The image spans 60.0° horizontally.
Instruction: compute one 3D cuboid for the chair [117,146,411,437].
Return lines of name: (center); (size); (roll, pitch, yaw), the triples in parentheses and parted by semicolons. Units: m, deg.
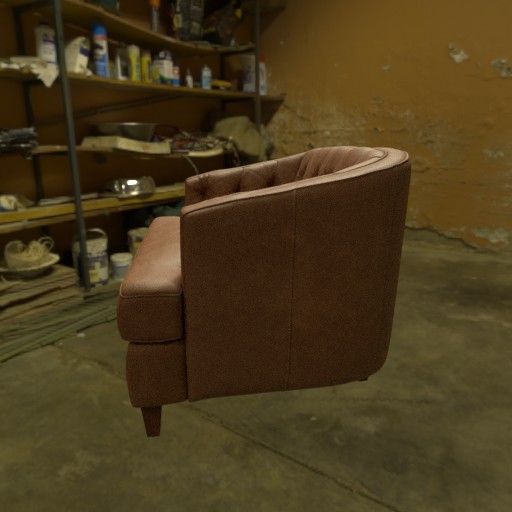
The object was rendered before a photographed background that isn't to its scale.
chair: (0.000, 0.000, 1.744); (0.911, 0.836, 1.119); (-2, 15, -8)
